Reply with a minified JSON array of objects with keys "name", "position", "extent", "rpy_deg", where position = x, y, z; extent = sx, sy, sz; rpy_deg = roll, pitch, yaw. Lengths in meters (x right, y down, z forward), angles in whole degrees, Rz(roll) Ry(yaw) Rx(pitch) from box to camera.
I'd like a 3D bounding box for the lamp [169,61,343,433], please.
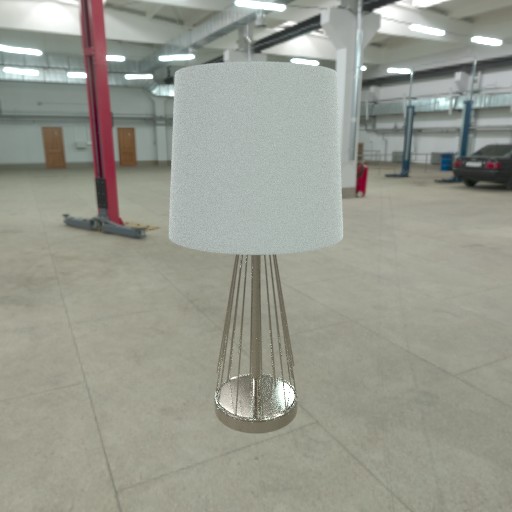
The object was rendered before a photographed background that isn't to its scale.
[{"name":"lamp","position":[0.000,0.000,0.795],"extent":[0.303,0.618,0.303],"rpy_deg":[0,15,0]}]
